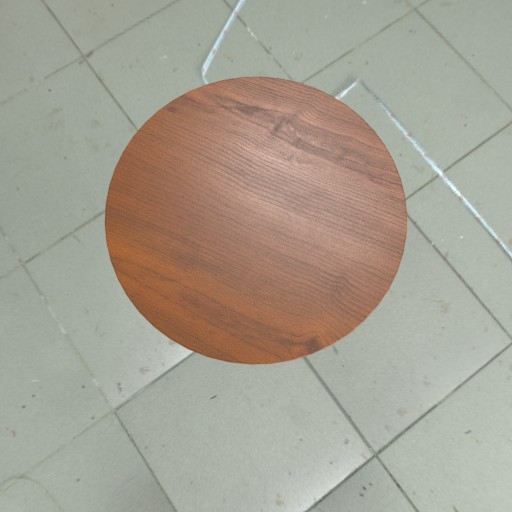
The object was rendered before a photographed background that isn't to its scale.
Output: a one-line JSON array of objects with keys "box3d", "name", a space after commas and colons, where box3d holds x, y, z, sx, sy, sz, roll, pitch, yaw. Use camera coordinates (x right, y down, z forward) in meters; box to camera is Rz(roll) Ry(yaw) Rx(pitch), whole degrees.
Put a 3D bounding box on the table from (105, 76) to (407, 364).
[{"box3d": [0.000, 0.000, 0.966, 0.457, 0.610, 0.457, 0, 76, 0], "name": "table"}]
